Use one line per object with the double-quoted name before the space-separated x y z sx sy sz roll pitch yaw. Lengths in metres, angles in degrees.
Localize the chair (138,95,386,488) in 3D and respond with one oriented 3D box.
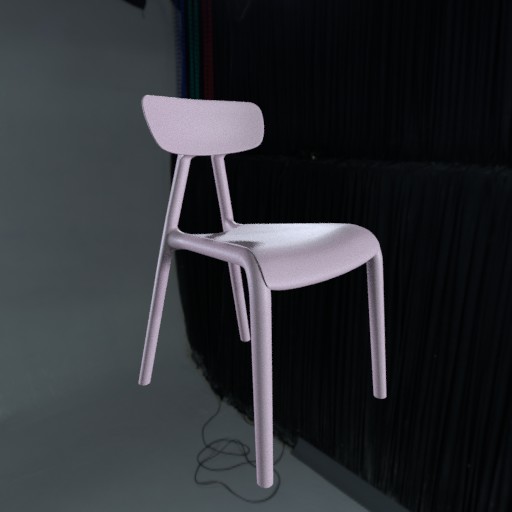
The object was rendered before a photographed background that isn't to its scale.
"chair" 0.000 0.000 0.838 0.356 0.580 0.401 -14 21 -43
